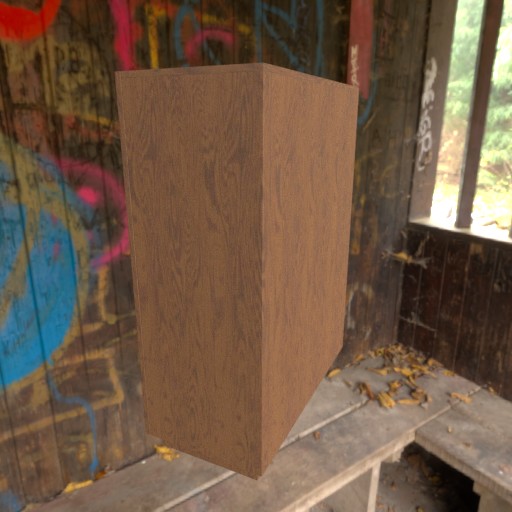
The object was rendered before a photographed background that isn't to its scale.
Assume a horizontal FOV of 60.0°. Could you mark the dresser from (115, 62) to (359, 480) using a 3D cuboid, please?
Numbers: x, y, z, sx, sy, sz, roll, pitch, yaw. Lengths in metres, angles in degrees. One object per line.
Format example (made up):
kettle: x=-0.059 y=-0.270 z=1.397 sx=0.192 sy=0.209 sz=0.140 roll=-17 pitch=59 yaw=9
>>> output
dresser: x=0.000 y=0.000 z=1.795 sx=0.516 sy=1.320 sz=0.964 roll=8 pitch=19 yaw=25
